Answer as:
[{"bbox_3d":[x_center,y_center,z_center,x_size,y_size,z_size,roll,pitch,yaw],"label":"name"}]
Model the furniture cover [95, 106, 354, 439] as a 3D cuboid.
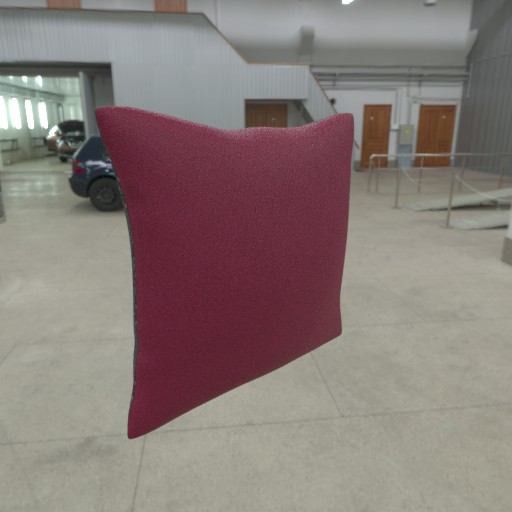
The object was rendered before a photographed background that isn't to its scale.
[{"bbox_3d":[0.000,0.000,0.814,0.552,0.509,0.193,-15,22,-40],"label":"furniture cover"}]
